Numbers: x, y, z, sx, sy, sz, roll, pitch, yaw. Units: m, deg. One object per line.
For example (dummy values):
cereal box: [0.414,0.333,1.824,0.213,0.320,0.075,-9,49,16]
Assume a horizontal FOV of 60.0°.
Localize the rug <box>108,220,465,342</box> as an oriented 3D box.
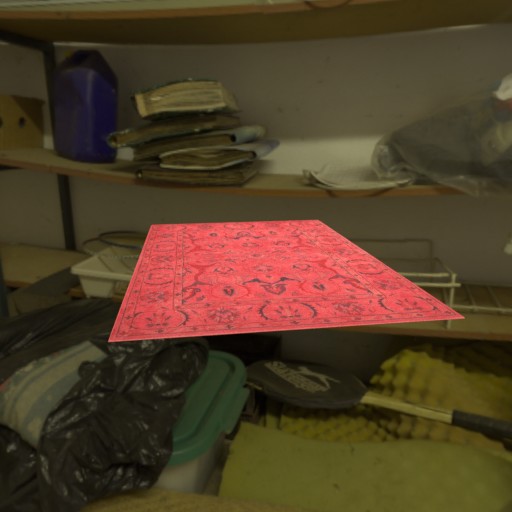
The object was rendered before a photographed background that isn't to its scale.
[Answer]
rug: [0.000,0.000,2.332,1.209,0.008,1.814,-2,16,-8]
